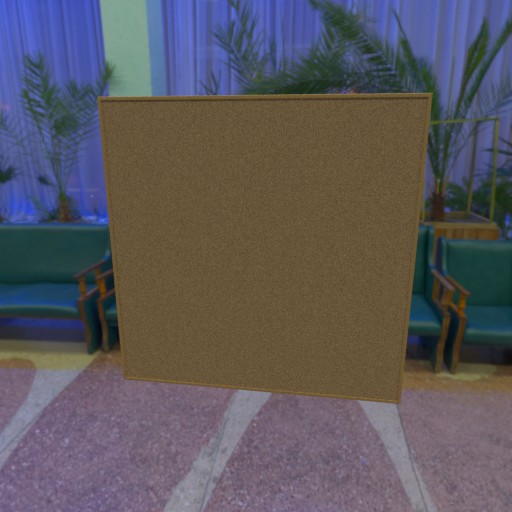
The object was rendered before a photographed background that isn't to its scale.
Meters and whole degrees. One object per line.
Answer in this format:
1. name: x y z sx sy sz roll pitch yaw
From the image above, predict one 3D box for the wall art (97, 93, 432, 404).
1. wall art: 0.000 0.000 0.667 0.457 0.455 0.013 2 16 9
